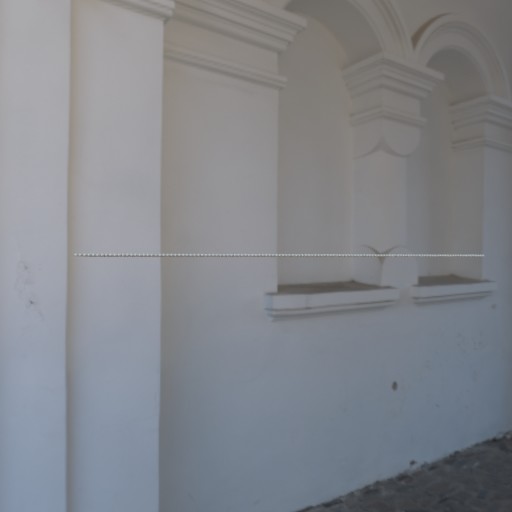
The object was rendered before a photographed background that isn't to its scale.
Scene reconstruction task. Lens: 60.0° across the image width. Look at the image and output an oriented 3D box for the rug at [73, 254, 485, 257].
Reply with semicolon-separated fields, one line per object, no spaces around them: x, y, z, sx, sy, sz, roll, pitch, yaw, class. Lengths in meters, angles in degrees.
0.000;0.000;4.200;3.048;0.013;2.438;0;0;-18;rug
